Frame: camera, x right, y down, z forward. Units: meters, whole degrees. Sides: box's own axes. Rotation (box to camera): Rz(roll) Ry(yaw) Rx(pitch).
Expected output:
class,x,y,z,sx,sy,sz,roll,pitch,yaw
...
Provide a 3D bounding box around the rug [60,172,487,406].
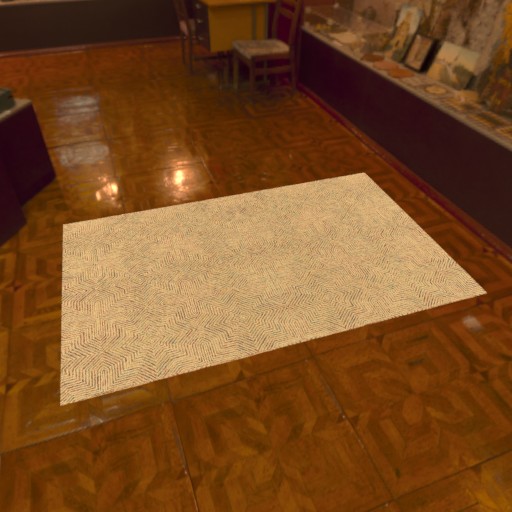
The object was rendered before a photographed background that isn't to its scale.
class,x,y,z,sx,sy,sz,roll,pitch,yaw
rug,0.000,0.000,2.924,2.428,0.007,1.519,-12,42,-14
